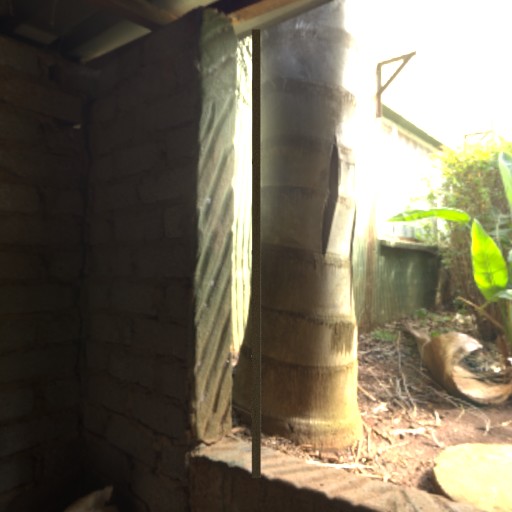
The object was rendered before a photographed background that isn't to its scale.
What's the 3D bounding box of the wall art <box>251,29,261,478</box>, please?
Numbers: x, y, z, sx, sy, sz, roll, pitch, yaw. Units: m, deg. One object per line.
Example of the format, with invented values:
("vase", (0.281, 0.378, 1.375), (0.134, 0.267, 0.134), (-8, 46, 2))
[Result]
("wall art", (0.000, 0.000, 0.867), (0.013, 0.584, 0.584), (0, -1, 0))
